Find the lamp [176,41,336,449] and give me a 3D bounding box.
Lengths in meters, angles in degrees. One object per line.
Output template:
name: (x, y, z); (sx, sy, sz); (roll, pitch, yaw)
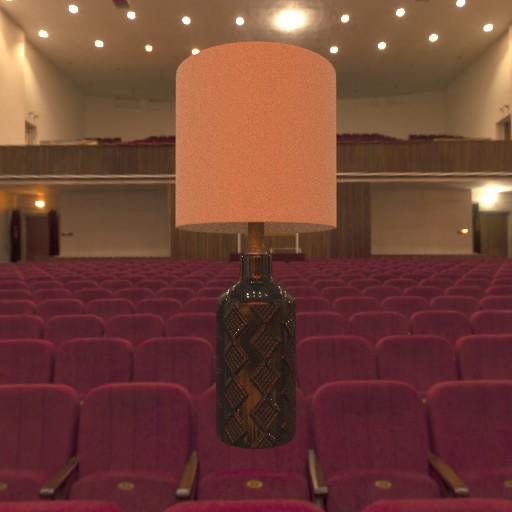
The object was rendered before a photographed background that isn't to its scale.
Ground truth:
lamp: (0.000, 0.000, 0.579); (0.207, 0.461, 0.207); (0, -1, 1)
